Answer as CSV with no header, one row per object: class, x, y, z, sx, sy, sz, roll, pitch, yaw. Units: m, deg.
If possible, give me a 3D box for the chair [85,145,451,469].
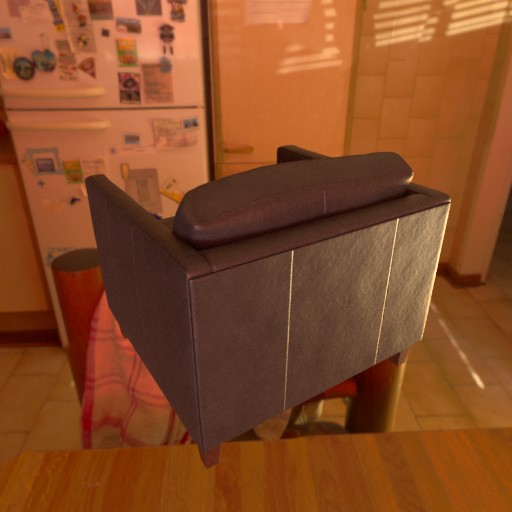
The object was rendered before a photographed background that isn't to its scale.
chair,0.000,0.000,1.601,0.939,0.811,0.862,-16,31,-29
